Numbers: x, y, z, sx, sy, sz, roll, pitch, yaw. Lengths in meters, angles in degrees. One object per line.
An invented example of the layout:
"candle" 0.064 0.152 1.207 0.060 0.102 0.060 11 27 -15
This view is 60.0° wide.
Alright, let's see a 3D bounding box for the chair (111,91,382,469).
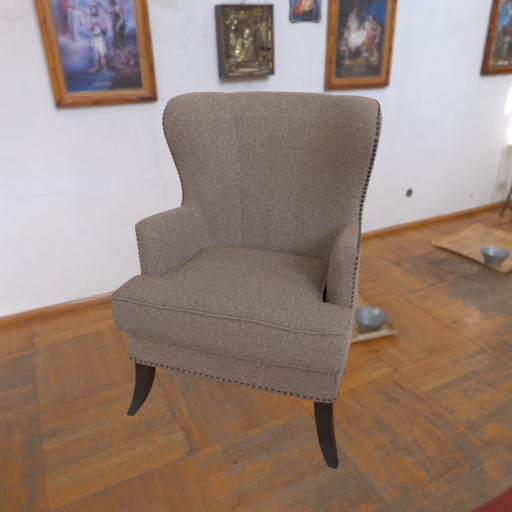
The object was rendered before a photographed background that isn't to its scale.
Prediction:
"chair" 0.000 0.000 1.580 0.759 1.060 0.758 7 25 16
